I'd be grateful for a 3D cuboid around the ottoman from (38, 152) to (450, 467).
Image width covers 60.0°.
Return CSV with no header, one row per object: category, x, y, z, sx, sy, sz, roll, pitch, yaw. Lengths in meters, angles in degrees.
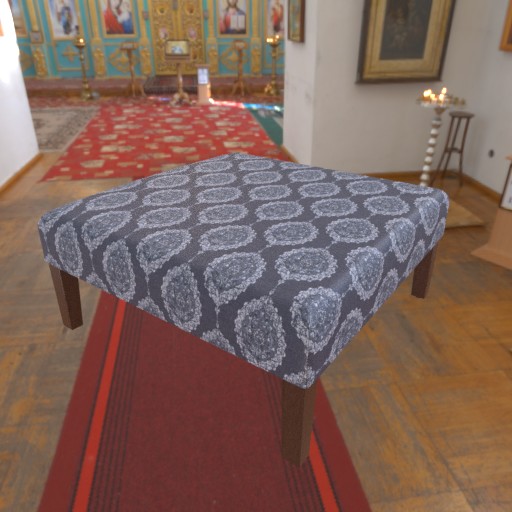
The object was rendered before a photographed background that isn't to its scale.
ottoman,0.000,0.000,1.390,0.889,0.409,0.890,18,32,32
